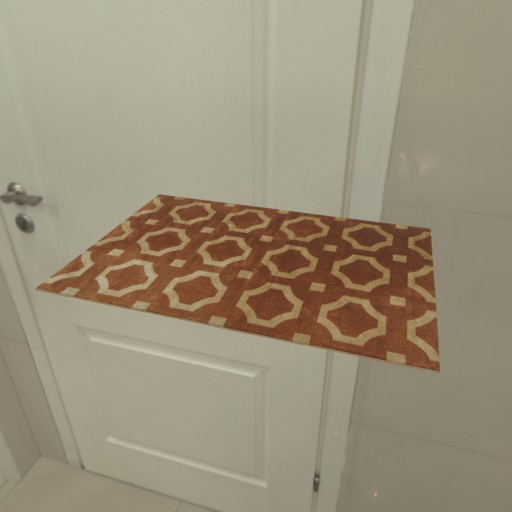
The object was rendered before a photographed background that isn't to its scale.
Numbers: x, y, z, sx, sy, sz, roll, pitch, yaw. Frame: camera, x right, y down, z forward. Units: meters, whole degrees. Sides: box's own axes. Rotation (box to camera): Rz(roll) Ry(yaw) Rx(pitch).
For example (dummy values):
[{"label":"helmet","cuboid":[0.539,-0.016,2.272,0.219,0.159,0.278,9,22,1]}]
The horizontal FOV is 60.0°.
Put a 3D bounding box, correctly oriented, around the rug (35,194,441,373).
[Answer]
[{"label":"rug","cuboid":[0.000,0.000,2.993,2.286,0.016,1.555,9,31,15]}]
